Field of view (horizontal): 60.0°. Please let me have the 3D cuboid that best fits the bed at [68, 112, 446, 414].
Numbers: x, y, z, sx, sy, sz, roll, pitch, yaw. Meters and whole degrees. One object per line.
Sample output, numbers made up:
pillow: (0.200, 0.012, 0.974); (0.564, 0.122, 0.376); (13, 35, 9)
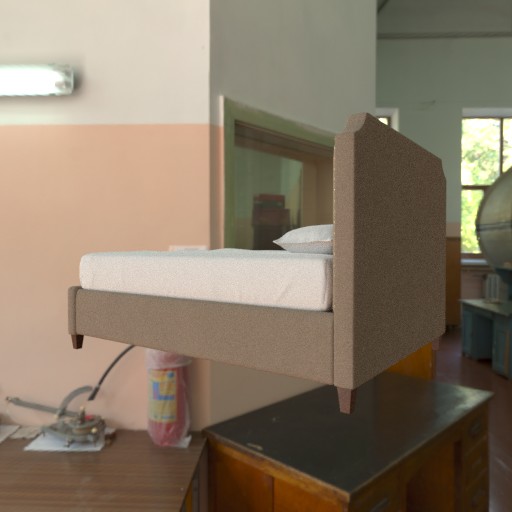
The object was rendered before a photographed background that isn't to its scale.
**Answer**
bed: (0.000, 0.000, 3.358); (2.329, 1.415, 1.703); (1, 1, 36)
